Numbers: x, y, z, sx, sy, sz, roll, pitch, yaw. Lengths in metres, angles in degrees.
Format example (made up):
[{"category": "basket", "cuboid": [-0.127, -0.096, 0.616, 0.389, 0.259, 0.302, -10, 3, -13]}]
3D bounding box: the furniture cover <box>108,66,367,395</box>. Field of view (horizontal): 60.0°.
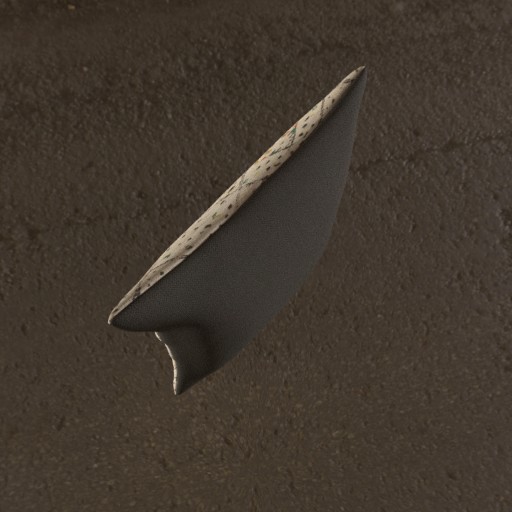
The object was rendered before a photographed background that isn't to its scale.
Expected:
[{"category": "furniture cover", "cuboid": [0.000, 0.000, 0.794, 0.180, 0.498, 0.525, 36, 69, 16]}]
